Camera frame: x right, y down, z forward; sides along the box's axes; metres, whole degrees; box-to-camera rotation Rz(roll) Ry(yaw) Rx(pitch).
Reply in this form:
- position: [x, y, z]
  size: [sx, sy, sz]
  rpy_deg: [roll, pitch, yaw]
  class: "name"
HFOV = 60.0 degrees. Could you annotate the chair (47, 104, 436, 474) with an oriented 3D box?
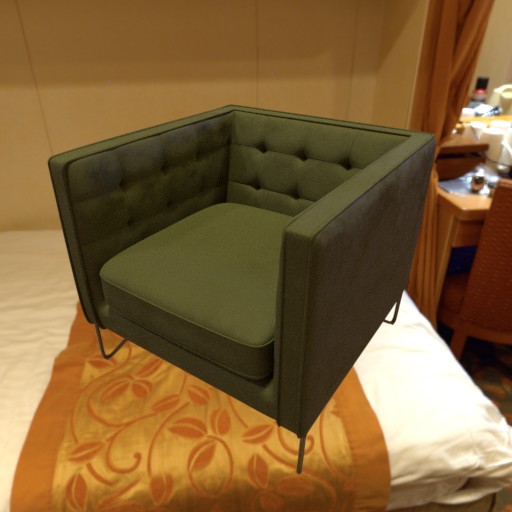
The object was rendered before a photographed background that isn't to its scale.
- position: [0.000, 0.000, 1.538]
  size: [0.880, 0.790, 0.894]
  rpy_deg: [19, 35, 29]
  class: "chair"
